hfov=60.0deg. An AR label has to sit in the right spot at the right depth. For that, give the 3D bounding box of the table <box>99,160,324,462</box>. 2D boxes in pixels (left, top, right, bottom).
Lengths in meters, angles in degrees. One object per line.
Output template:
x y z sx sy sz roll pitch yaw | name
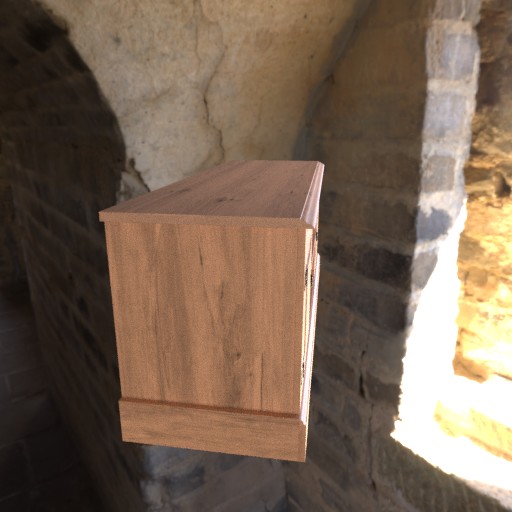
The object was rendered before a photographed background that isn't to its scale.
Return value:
0.000 0.000 1.436 0.400 0.510 1.200 3 17 9 | table
